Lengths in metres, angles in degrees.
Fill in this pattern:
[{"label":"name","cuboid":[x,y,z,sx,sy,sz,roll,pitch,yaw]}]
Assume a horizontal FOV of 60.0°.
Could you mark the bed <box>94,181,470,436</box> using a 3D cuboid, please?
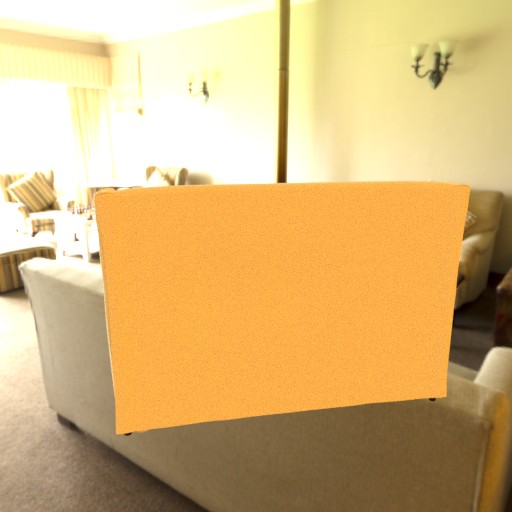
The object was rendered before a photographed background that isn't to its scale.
[{"label":"bed","cuboid":[0.000,0.000,3.399,1.925,1.332,2.276,-3,16,-10]}]
